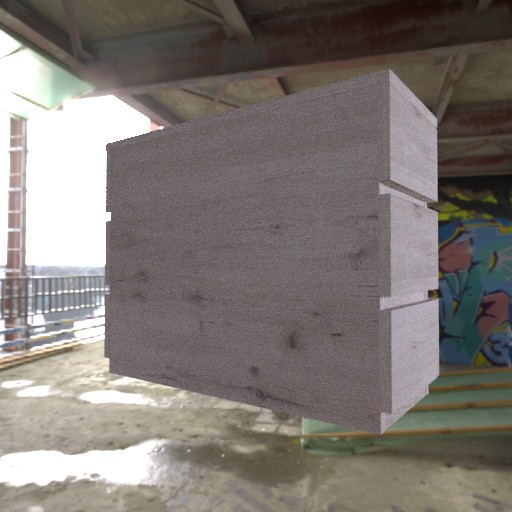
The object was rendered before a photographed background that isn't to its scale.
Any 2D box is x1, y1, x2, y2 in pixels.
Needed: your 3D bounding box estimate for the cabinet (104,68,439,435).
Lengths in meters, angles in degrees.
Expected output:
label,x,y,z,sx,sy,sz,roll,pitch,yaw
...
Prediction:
label,x,y,z,sx,sy,sz,roll,pitch,yaw
cabinet,0.000,0.000,1.457,1.040,0.820,0.420,-1,-2,36
